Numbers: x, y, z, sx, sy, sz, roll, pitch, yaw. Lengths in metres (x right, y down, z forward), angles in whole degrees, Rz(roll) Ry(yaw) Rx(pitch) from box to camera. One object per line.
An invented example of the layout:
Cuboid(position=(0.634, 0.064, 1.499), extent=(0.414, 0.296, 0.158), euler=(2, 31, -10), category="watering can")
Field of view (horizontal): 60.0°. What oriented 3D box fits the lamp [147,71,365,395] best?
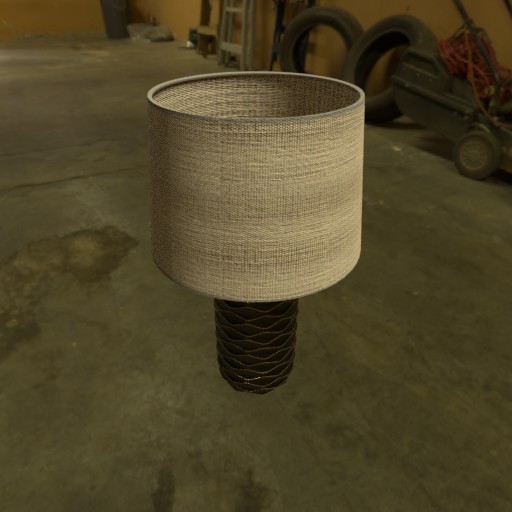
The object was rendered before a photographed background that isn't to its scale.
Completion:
Cuboid(position=(0.000, 0.000, 0.832), extent=(0.376, 0.594, 0.376), euler=(0, 32, 0), category="lamp")
